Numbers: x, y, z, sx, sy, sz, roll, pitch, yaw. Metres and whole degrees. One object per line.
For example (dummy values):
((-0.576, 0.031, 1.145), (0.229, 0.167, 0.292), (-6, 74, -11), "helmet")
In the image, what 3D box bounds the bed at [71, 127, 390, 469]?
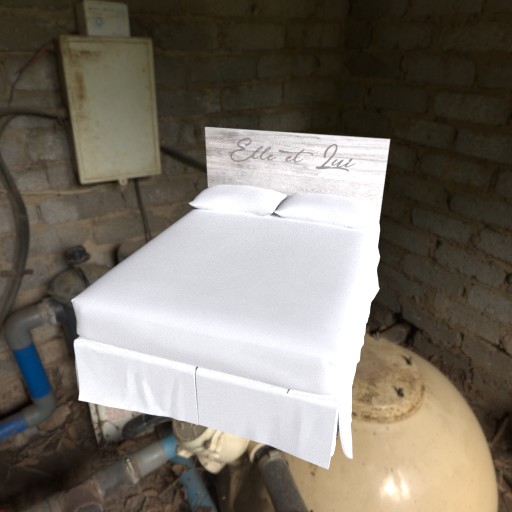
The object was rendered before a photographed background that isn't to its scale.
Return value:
((0.000, 0.000, 3.144), (1.745, 1.335, 2.094), (9, 28, 17), "bed")
